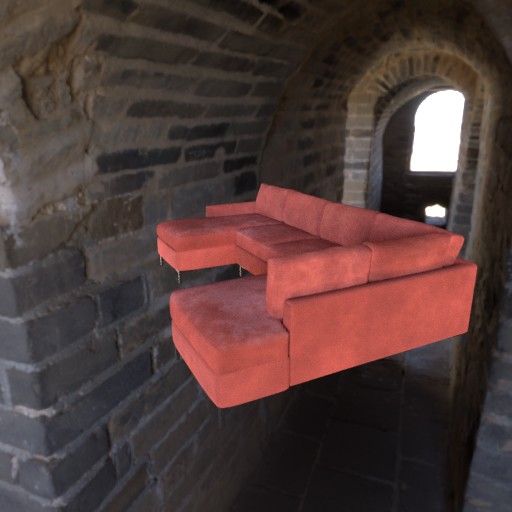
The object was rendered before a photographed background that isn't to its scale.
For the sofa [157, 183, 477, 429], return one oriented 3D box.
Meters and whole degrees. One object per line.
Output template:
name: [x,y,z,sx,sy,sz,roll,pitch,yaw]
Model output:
sofa: [0.000,0.000,3.877,1.981,0.858,2.971,-8,19,-26]
